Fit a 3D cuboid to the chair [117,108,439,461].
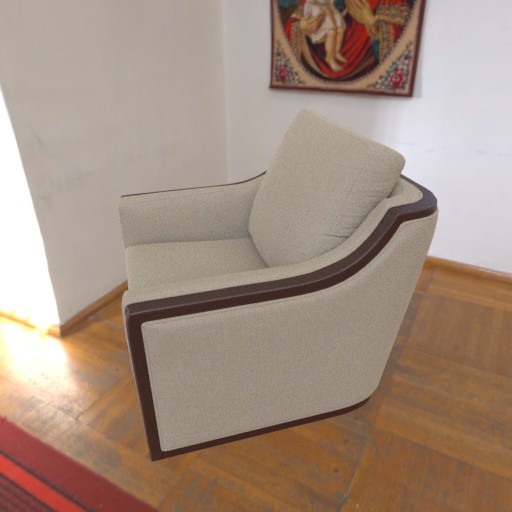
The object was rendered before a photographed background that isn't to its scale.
[{"bbox_3d":[0.000,0.000,1.638,0.950,0.930,0.870,-8,31,-14],"label":"chair"}]
